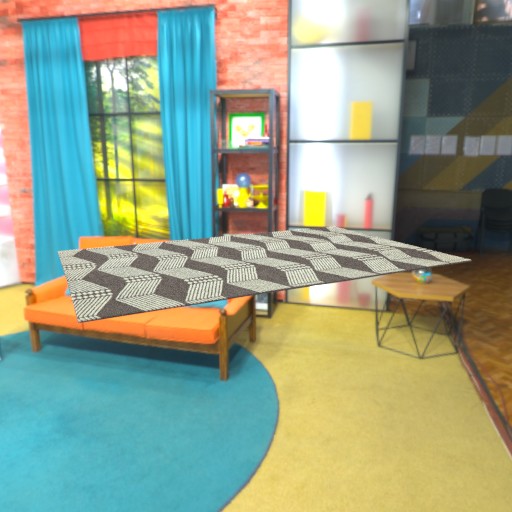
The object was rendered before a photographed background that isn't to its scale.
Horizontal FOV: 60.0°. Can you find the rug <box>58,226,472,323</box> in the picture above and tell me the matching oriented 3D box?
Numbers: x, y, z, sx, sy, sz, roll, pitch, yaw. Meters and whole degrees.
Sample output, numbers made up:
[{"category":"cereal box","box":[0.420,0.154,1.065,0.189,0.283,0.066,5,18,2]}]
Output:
[{"category":"rug","box":[0.000,0.000,3.057,2.435,0.011,1.517,-7,15,-26]}]
